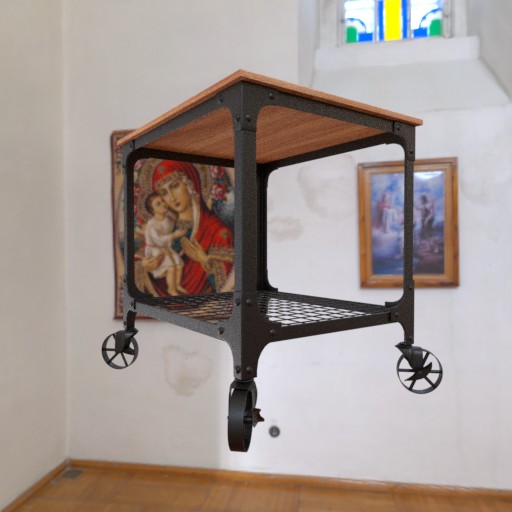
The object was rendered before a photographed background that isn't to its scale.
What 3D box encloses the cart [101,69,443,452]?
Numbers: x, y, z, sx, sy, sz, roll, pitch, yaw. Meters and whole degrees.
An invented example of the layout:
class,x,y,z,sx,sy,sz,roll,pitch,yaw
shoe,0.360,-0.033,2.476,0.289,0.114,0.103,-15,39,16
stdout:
class,x,y,z,sx,sy,sz,roll,pitch,yaw
cart,0.000,0.000,1.079,0.558,0.603,0.666,-1,2,-36
